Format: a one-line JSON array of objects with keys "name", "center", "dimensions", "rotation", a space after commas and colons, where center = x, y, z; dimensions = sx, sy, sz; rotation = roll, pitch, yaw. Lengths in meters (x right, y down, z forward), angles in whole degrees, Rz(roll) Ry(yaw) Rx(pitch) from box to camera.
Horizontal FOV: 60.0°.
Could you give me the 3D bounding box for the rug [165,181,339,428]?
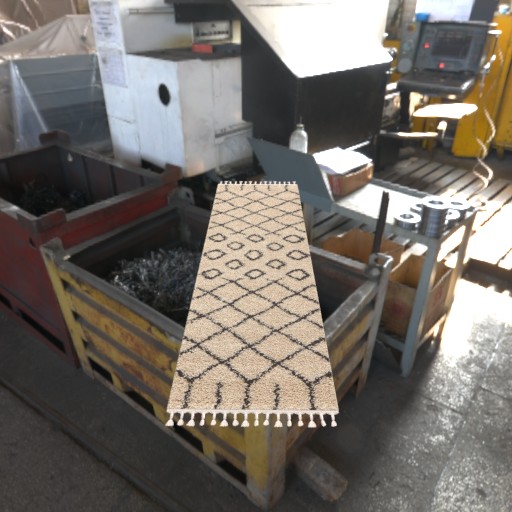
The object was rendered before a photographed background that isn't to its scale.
[{"name": "rug", "center": [0.000, 0.000, 2.693], "dimensions": [0.660, 0.005, 2.464], "rotation": [0, 31, 1]}]
